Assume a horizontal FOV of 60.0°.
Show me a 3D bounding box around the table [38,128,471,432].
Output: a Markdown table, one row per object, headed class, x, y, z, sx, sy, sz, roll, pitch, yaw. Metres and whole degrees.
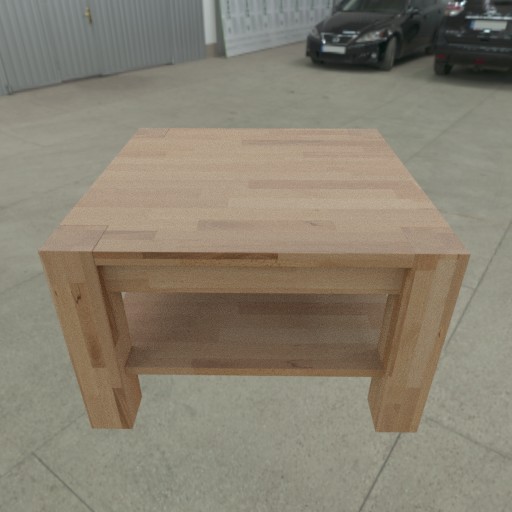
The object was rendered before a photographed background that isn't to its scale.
| class | x | y | z | sx | sy | sz | roll | pitch | yaw |
| --- | --- | --- | --- | --- | --- | --- | --- | --- | --- |
| table | 0.000 | 0.000 | 1.131 | 0.700 | 0.451 | 0.700 | 0 | 32 | 1 |
